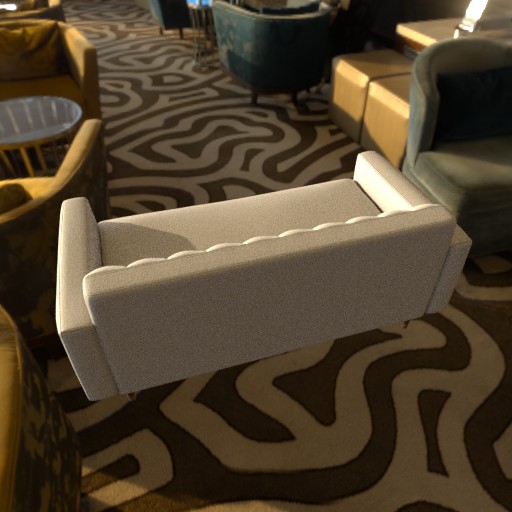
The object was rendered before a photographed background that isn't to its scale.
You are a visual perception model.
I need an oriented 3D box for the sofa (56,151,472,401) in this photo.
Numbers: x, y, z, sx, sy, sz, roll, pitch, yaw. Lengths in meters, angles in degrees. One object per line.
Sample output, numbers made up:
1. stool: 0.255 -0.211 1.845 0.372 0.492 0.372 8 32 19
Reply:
1. sofa: 0.000 0.000 2.380 1.895 0.814 0.969 -12 42 -13
